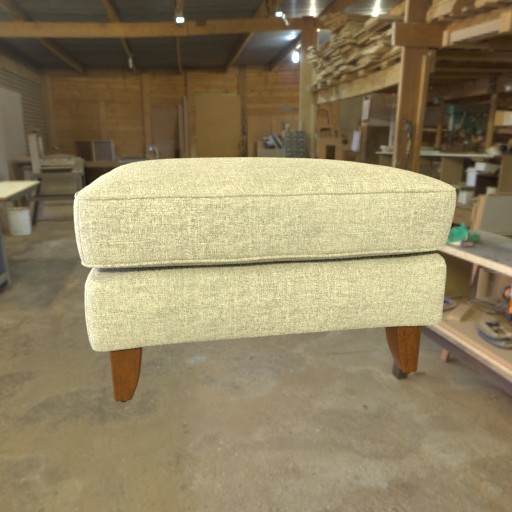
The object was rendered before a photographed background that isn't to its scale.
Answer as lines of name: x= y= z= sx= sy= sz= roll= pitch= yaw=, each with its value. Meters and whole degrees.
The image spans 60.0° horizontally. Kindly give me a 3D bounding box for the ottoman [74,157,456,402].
ottoman: x=0.000 y=0.000 z=1.308 sx=0.889 sy=0.561 sz=0.661 roll=-3 pitch=15 yaw=-10
